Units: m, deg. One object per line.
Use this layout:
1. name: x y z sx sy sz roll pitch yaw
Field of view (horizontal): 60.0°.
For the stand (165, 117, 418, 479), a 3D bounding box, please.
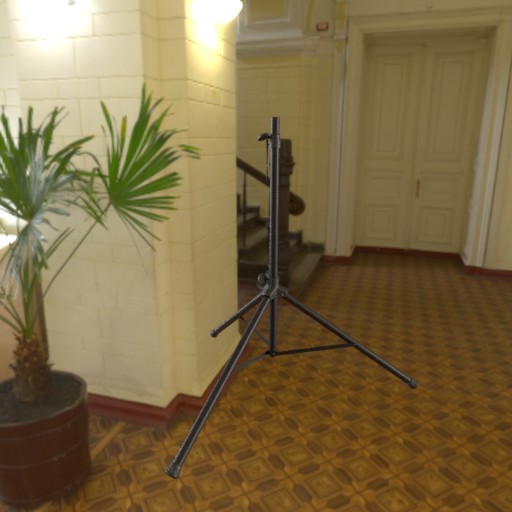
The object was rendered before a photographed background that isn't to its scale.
1. stand: 0.000 0.000 2.695 1.596 1.595 1.339 -8 17 -27
